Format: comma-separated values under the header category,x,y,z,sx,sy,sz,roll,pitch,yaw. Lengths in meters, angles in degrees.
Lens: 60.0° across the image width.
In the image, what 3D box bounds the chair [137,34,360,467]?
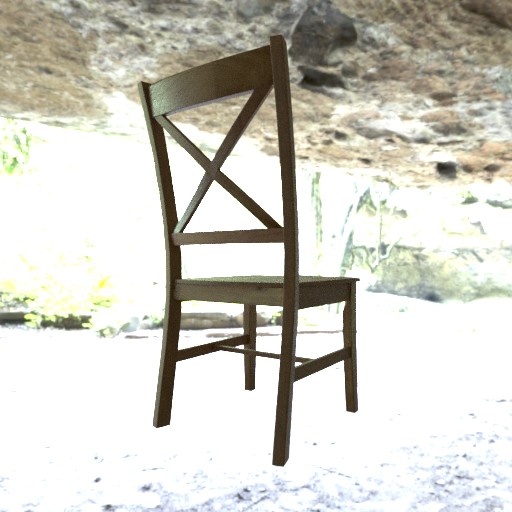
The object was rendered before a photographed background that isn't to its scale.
category,x,y,z,sx,sy,sz,roll,pitch,yaw
chair,0.000,0.000,1.325,0.485,0.983,0.542,0,-1,35
